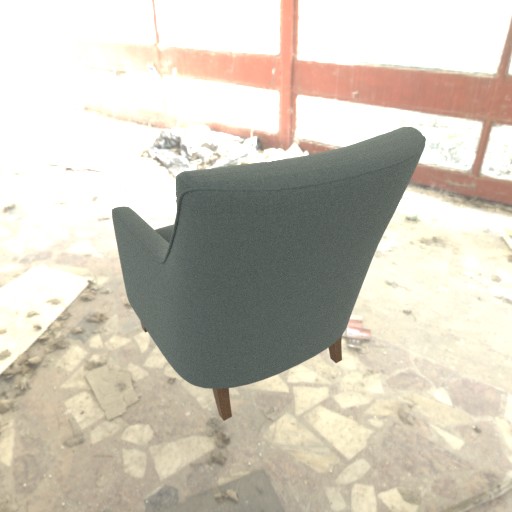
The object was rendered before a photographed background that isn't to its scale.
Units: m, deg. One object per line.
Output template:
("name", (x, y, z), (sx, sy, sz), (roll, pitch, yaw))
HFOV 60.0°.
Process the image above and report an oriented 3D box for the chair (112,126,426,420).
("chair", (0.000, 0.000, 1.546), (0.756, 0.916, 0.879), (-18, 35, -28))
